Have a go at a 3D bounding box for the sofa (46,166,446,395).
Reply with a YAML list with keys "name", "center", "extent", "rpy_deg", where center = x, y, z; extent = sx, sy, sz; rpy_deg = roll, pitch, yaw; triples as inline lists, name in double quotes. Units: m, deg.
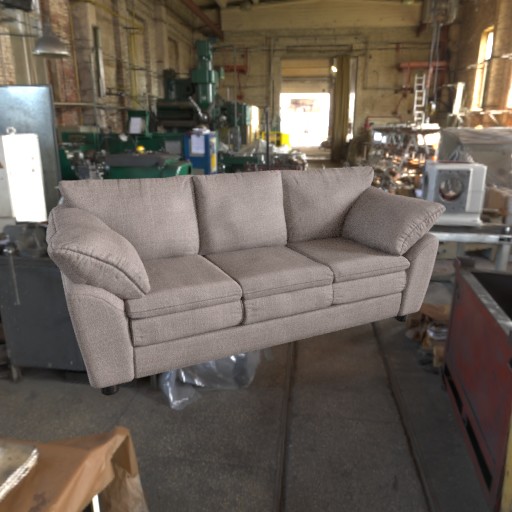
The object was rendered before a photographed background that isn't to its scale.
- name: "sofa"
  center: [0.000, 0.000, 2.765]
  extent: [2.334, 0.996, 0.878]
  rpy_deg: [-8, 18, -25]
